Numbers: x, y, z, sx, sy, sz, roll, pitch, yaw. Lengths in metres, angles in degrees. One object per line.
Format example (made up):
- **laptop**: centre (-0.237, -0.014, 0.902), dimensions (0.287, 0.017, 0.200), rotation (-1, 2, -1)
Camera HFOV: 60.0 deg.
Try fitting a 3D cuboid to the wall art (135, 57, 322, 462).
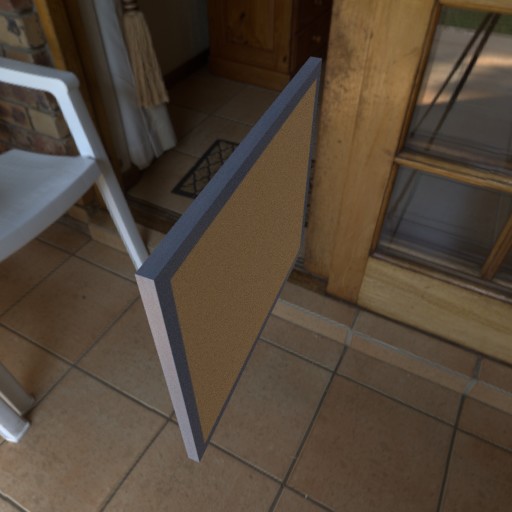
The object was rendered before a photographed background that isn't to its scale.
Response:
- **wall art**: centre (0.000, 0.000, 0.909), dimensions (0.026, 0.558, 0.660), rotation (16, 48, 15)
